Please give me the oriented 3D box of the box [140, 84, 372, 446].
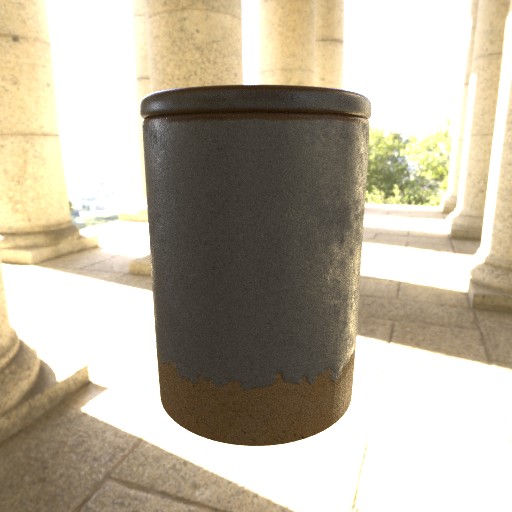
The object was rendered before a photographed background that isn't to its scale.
[{"bbox_3d":[0.000,0.000,0.250,0.118,0.168,0.118,0,13,0],"label":"box"}]
